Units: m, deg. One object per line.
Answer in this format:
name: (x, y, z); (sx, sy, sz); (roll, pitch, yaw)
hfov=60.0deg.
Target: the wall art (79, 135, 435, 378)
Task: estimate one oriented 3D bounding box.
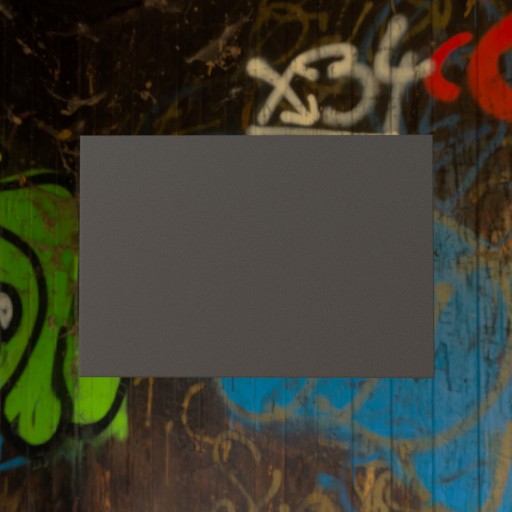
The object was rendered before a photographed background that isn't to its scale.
wall art: (0.000, 0.000, 1.211); (0.958, 0.656, 0.026); (0, -1, 1)
